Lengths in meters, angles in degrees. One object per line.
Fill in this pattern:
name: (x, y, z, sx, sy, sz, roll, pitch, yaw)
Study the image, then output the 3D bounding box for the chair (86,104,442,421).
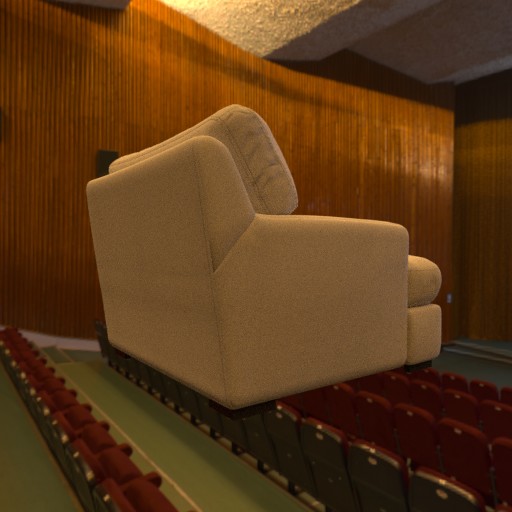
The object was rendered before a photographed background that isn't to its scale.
chair: (0.000, 0.000, 1.926, 1.158, 0.930, 1.140, -1, 1, -36)
